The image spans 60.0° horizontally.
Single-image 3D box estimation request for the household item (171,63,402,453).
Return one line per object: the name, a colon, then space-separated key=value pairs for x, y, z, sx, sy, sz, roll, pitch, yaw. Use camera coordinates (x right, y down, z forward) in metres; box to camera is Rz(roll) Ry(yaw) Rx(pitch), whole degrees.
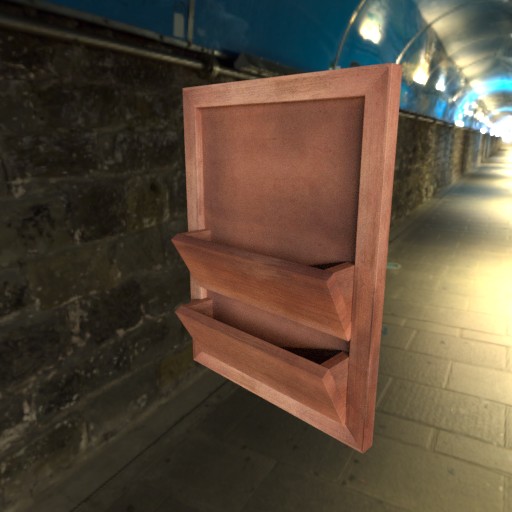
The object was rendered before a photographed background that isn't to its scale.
household item: x=0.000 y=0.000 z=0.539 sx=0.310 sy=0.407 sz=0.067 roll=14 pitch=21 yaw=43
